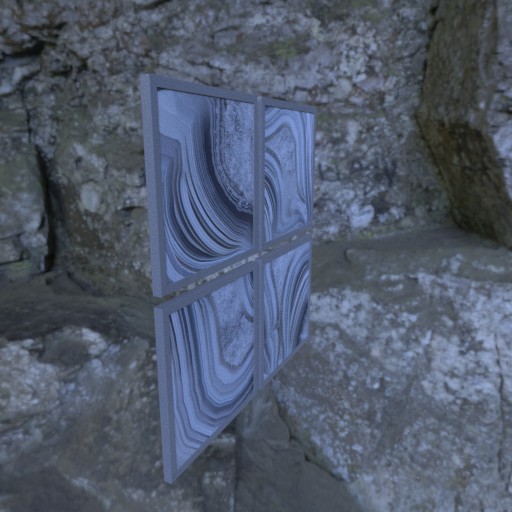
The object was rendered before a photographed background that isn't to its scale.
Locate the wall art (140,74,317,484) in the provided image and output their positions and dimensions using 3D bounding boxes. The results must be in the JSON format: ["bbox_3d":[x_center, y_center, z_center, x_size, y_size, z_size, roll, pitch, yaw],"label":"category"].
[{"bbox_3d":[0.000,0.000,1.642,0.029,1.118,1.118,7,16,27],"label":"wall art"}]
